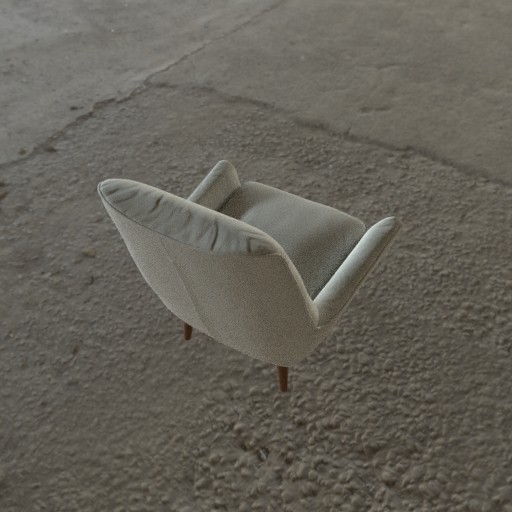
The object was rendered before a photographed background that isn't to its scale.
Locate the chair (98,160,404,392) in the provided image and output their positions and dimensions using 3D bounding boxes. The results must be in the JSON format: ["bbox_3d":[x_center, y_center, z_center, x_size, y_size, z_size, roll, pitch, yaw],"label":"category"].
[{"bbox_3d":[0.000,0.000,1.519,0.787,0.888,0.822,23,50,21],"label":"chair"}]
